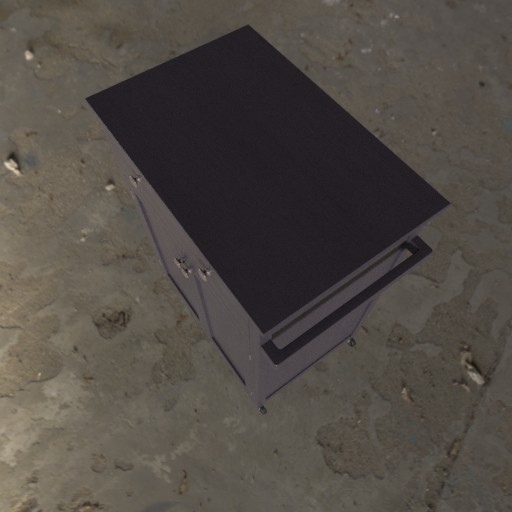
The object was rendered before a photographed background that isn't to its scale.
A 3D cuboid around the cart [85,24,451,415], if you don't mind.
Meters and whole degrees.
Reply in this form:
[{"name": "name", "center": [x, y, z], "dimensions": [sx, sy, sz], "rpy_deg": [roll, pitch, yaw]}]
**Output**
[{"name": "cart", "center": [0.000, 0.000, 1.278], "dimensions": [0.449, 0.878, 0.690], "rpy_deg": [-32, 66, -16]}]
